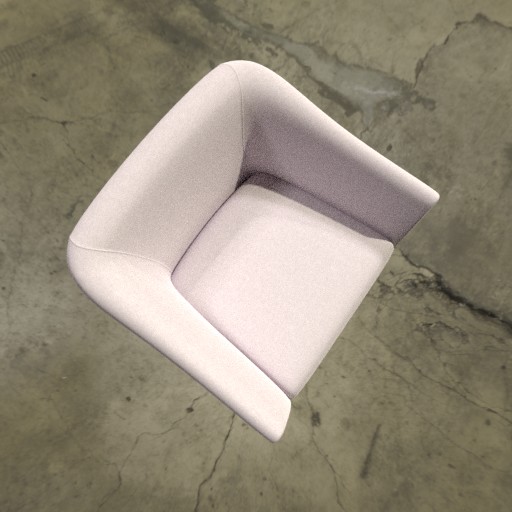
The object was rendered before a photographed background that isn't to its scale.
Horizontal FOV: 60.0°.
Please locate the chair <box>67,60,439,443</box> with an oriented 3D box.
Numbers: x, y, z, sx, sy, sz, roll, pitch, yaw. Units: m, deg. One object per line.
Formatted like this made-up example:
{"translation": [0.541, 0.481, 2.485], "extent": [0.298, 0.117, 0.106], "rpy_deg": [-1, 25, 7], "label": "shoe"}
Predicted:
{"translation": [0.000, 0.000, 1.382], "extent": [0.700, 0.720, 0.790], "rpy_deg": [35, 78, 9], "label": "chair"}
